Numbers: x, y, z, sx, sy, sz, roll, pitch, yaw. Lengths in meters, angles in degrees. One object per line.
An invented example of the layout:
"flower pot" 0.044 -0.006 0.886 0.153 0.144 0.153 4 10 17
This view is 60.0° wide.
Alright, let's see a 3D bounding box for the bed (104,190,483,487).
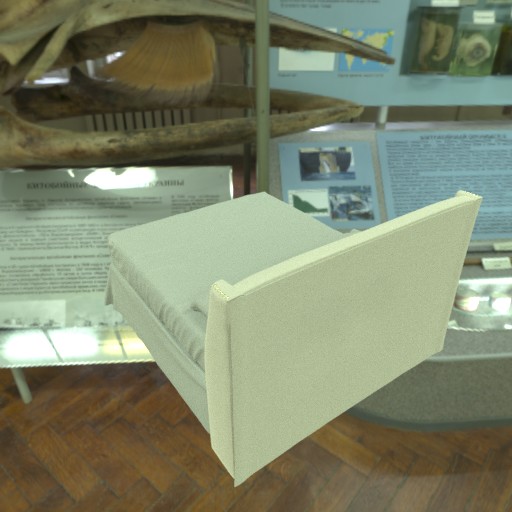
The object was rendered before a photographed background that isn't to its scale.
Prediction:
"bed" 0.000 0.000 3.410 1.925 1.332 2.276 -20 36 -30
